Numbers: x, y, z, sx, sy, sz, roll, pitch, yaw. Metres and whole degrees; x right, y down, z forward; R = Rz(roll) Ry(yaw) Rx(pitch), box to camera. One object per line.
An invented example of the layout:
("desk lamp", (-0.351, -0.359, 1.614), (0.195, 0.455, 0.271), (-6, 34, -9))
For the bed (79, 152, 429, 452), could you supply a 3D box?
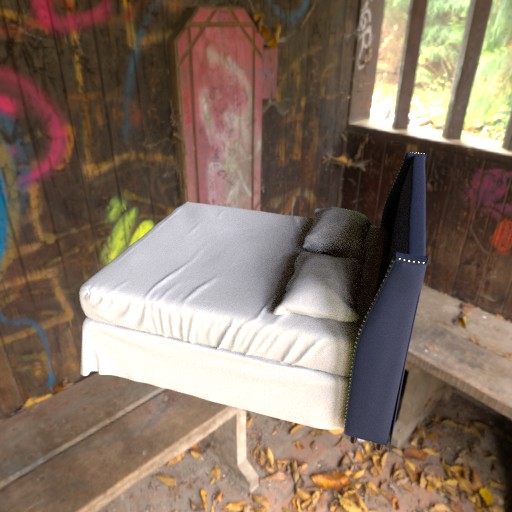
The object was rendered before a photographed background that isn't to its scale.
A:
("bed", (0.000, 0.000, 3.391), (2.276, 1.332, 1.925), (9, 30, 16))
